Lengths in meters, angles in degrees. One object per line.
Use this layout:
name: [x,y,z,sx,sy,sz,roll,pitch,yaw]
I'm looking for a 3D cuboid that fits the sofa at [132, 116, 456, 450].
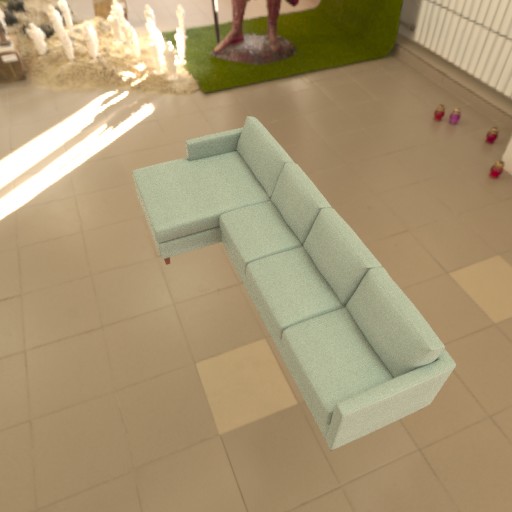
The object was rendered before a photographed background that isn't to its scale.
sofa: [0.000,0.000,4.119,1.600,0.953,3.470,-17,49,-15]
